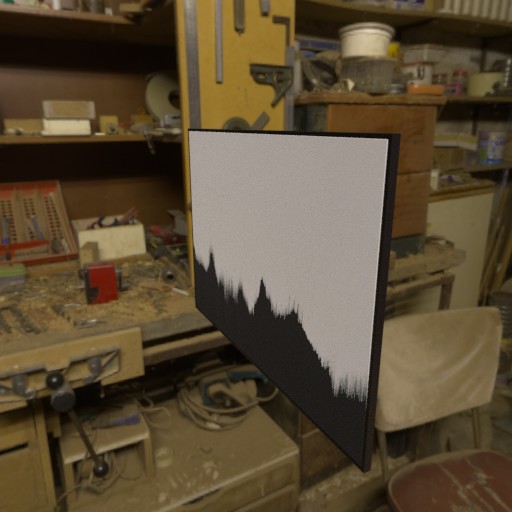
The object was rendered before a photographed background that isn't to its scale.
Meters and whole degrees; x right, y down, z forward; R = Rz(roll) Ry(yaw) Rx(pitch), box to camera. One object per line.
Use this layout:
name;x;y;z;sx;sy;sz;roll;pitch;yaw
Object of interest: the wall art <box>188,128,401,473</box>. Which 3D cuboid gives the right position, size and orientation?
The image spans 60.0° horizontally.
wall art;0.000;0.000;1.208;0.019;0.660;0.957;-9;19;-27
